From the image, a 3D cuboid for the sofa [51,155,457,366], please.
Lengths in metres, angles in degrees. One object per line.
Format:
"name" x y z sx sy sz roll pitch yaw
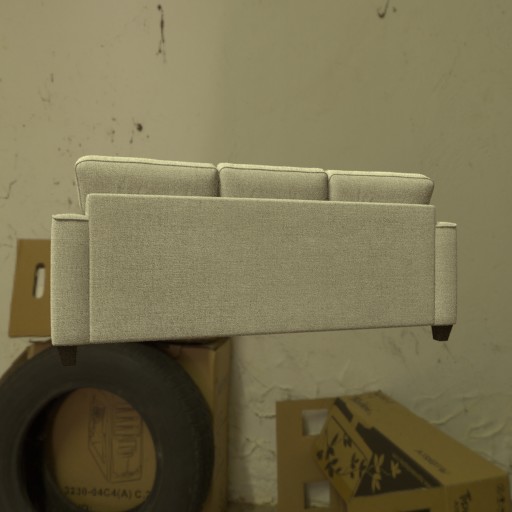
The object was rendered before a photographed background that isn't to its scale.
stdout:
"sofa" 0.000 0.000 2.644 2.133 0.965 0.939 0 1 -16
